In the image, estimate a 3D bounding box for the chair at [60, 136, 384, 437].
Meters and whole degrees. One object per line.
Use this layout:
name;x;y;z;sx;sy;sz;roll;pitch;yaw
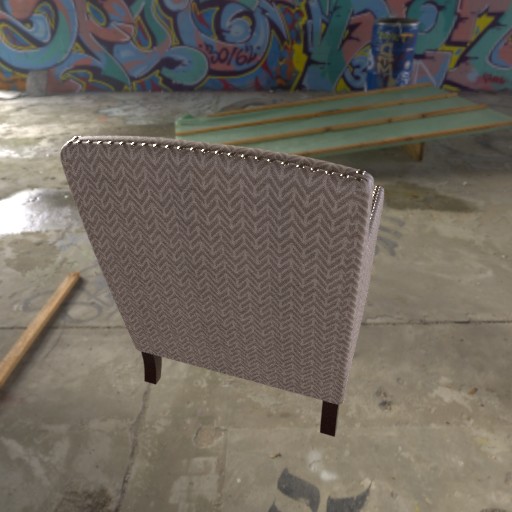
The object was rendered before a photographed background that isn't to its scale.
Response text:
chair;0.000;0.000;1.255;0.623;0.816;0.651;11;33;16
